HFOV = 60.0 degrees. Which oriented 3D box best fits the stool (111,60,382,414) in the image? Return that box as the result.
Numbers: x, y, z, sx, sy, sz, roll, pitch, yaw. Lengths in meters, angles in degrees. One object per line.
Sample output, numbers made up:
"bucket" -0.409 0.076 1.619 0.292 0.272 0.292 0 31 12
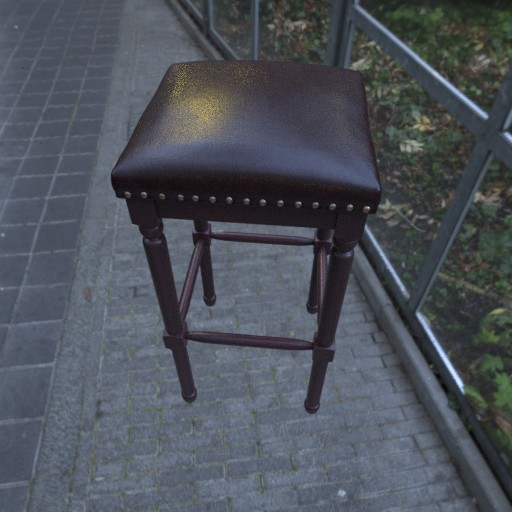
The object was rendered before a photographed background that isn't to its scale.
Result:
"stool" 0.000 0.000 0.978 0.383 0.768 0.382 4 46 4
